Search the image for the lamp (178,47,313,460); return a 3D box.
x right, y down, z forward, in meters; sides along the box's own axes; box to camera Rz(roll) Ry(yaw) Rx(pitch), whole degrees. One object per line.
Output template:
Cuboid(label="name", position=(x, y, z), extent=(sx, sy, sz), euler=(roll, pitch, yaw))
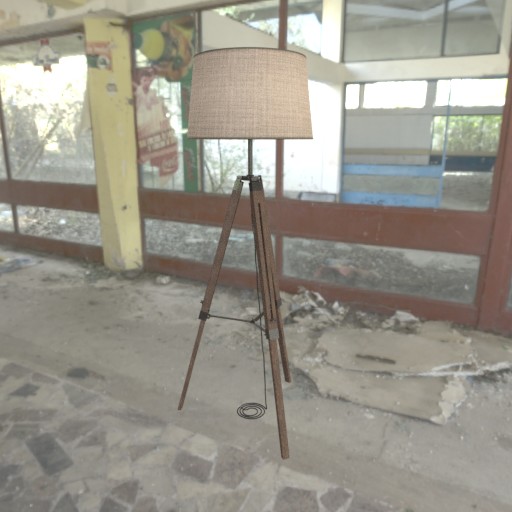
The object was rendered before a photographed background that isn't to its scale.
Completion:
Cuboid(label="lamp", position=(0.000, 0.000, 1.814), extent=(0.604, 1.510, 0.587), euler=(-7, 16, -25))
